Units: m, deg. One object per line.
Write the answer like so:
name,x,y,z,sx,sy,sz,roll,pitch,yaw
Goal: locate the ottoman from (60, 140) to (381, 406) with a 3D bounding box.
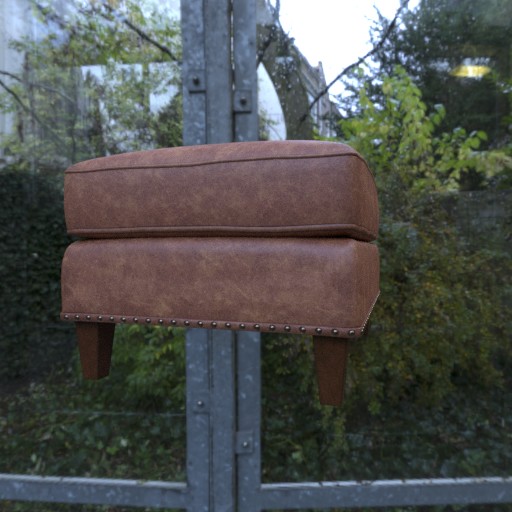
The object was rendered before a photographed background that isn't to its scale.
ottoman,0.000,0.000,1.126,0.586,0.486,0.742,0,1,18
